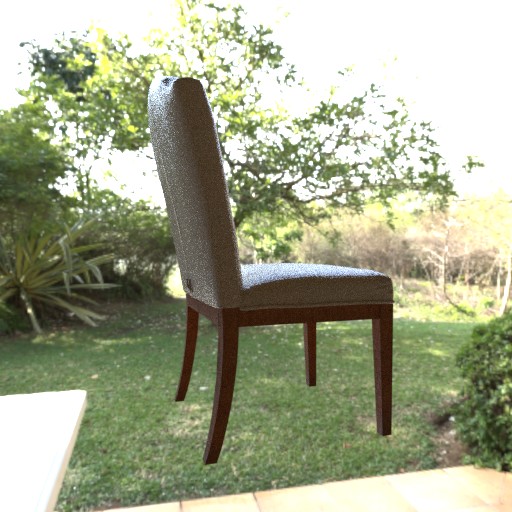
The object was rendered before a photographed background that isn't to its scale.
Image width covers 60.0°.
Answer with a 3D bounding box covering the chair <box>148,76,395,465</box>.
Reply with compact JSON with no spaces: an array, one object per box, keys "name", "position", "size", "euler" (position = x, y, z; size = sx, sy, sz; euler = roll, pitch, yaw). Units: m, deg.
[{"name":"chair","position":[0.000,0.000,1.383],"size":[0.648,1.012,0.534],"euler":[0,1,-19]}]
